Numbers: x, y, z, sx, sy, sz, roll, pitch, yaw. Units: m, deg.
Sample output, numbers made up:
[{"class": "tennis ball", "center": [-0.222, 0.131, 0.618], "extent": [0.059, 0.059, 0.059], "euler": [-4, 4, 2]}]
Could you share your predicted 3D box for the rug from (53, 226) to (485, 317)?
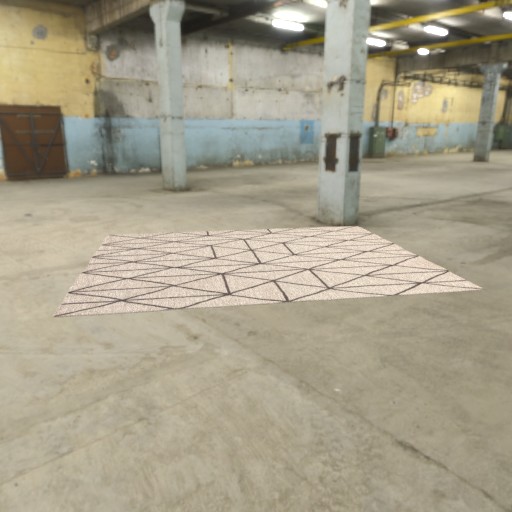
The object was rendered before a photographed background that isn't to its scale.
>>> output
[{"class": "rug", "center": [0.000, 0.000, 4.205], "extent": [3.061, 0.022, 2.468], "euler": [-3, 15, -10]}]
